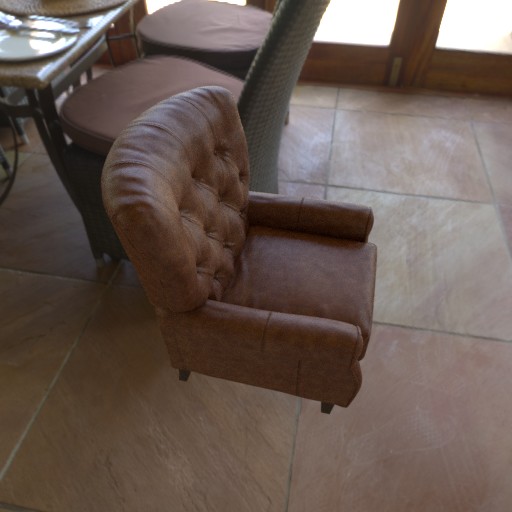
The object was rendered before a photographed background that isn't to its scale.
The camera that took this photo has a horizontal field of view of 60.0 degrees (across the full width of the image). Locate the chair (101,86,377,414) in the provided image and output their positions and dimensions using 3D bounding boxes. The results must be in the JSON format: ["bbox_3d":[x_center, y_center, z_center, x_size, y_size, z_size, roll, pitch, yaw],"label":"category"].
[{"bbox_3d":[0.000,0.000,1.935,1.059,1.164,0.951,10,46,10],"label":"chair"}]
